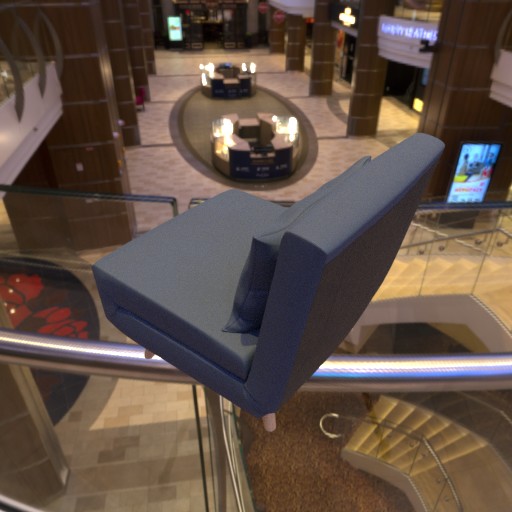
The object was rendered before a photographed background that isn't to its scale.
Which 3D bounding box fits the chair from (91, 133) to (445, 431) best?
[{"bbox_3d":[0.000,0.000,1.513,0.900,0.808,0.770,22,39,29],"label":"chair"}]
